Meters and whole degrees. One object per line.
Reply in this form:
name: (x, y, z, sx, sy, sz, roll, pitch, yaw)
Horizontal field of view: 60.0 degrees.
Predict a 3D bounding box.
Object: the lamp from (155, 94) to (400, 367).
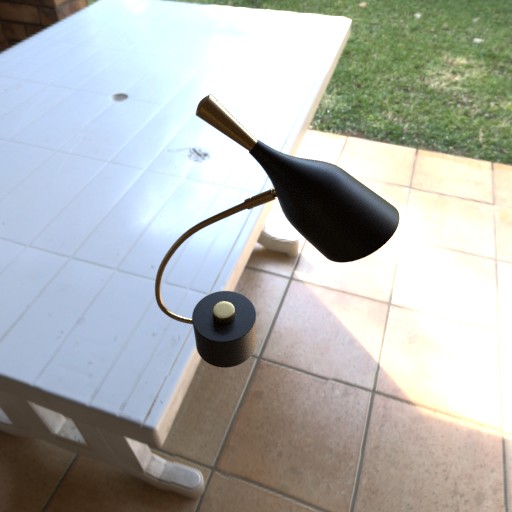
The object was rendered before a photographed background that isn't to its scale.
lamp: (0.000, 0.000, 0.631, 0.352, 0.464, 0.110, 10, 46, 9)
